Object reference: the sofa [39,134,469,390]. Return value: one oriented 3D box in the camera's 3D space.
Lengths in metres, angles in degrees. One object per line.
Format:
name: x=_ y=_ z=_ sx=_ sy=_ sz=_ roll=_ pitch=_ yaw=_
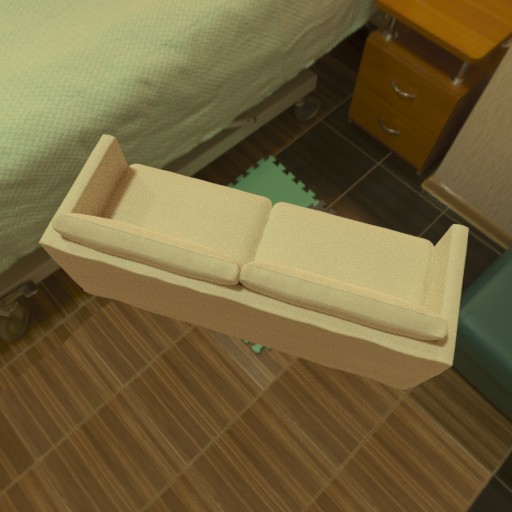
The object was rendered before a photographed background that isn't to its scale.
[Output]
sofa: x=0.000 y=0.000 z=3.294 sx=2.779 sy=0.999 sz=1.036 roll=16 pitch=65 yaw=8
